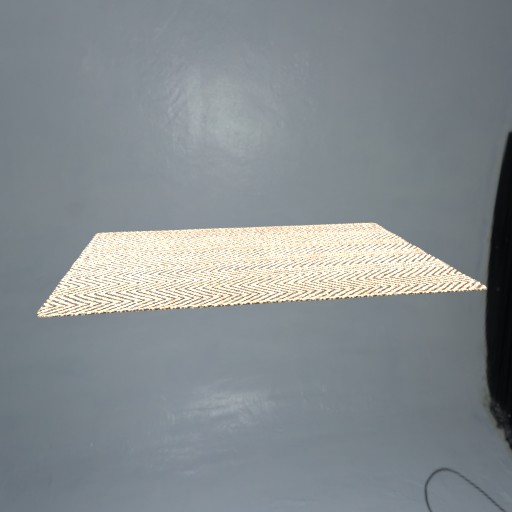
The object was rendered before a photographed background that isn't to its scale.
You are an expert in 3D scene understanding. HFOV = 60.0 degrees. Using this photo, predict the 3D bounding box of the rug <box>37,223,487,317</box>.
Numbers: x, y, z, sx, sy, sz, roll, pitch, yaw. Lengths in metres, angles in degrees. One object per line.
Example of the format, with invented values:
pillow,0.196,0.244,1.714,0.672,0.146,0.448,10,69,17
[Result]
rug,0.000,0.000,2.325,1.828,0.008,1.219,-3,18,-8
